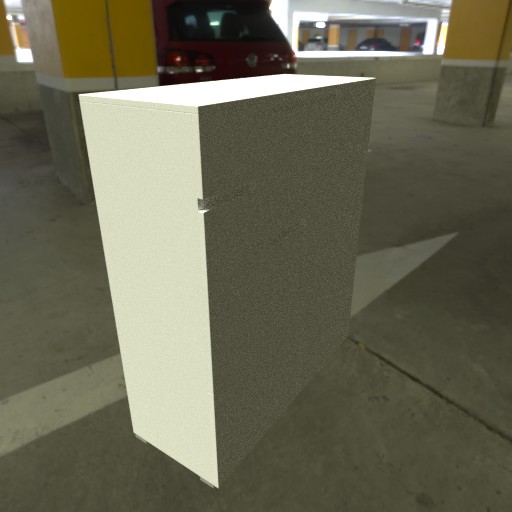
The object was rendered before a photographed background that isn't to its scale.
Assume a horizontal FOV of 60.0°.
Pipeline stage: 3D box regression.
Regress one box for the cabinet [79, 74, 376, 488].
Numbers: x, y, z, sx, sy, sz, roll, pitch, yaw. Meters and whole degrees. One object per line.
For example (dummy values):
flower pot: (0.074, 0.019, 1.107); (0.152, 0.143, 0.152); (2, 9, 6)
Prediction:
cabinet: (0.000, 0.000, 1.646); (0.400, 1.190, 1.000); (17, 30, 31)
